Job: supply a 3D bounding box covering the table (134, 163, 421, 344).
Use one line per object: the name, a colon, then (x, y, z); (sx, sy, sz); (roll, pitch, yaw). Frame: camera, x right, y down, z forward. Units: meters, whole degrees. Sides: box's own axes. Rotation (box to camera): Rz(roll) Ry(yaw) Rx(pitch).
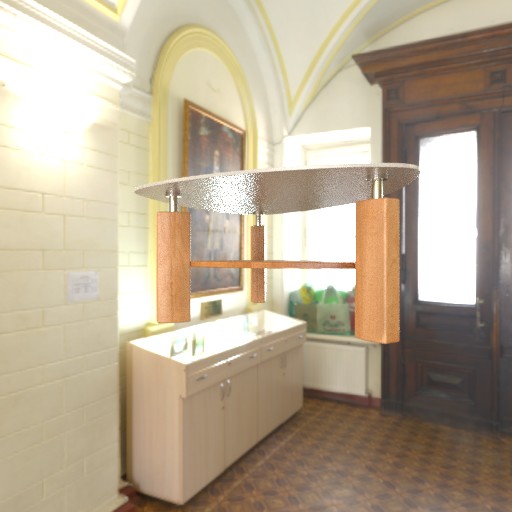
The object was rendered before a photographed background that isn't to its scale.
table: (0.000, 0.000, 1.602); (0.850, 0.440, 1.250); (0, 0, -17)
